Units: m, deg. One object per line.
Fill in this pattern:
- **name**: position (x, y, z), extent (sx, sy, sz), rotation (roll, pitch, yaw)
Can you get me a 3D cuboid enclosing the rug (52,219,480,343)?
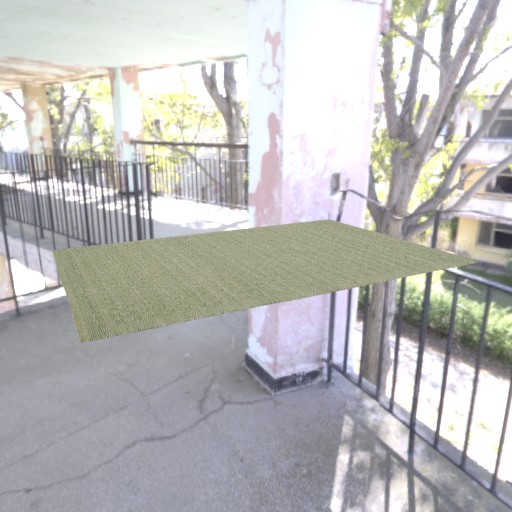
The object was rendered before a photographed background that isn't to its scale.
- **rug**: position (0.000, 0.000, 2.154), extent (1.747, 0.006, 1.143), rotation (-8, 18, -27)
